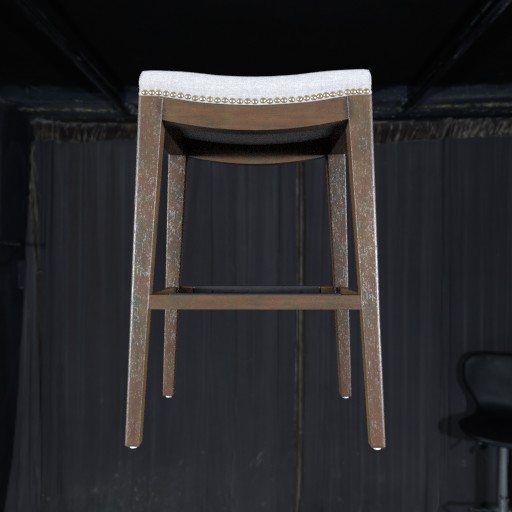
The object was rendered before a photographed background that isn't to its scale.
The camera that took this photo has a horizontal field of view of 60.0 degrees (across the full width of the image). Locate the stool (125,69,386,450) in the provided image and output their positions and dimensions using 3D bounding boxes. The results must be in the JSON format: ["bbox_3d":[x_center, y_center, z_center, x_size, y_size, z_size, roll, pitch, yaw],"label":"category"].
[{"bbox_3d":[0.000,0.000,1.047,0.508,0.762,0.356,0,-1,1],"label":"stool"}]
